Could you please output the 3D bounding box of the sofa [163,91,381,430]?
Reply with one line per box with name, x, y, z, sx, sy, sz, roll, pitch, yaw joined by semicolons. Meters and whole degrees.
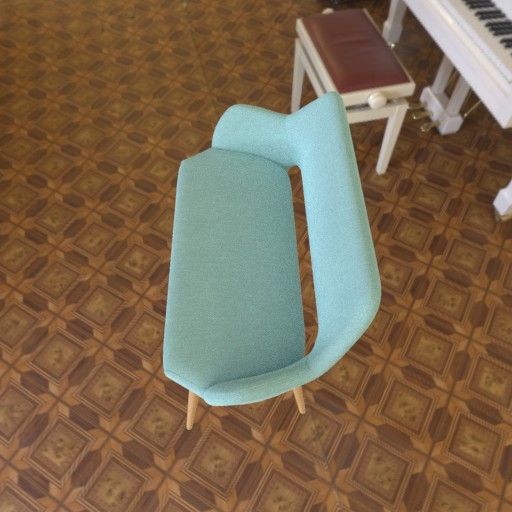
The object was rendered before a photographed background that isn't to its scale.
sofa;0.000;0.000;1.631;0.610;0.840;1.150;-1;58;-1
